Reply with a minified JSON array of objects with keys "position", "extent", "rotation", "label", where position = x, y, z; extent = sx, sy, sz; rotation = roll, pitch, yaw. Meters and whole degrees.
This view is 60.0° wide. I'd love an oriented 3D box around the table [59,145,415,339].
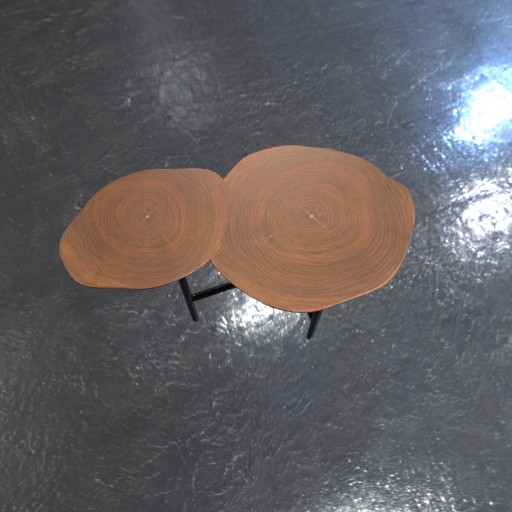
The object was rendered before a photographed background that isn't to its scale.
[{"position":[0.000,0.000,1.099],"extent":[0.759,0.538,0.442],"rotation":[-17,63,-9],"label":"table"}]
